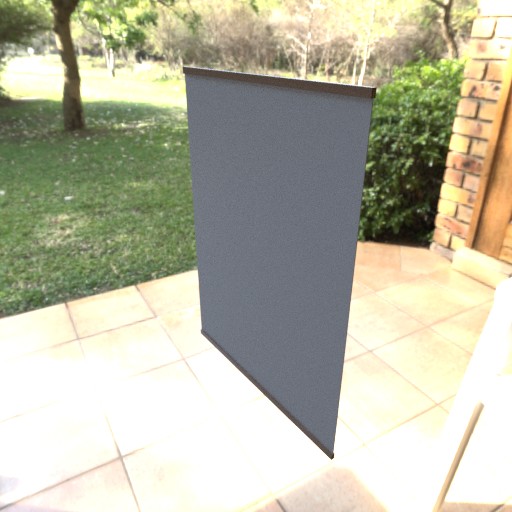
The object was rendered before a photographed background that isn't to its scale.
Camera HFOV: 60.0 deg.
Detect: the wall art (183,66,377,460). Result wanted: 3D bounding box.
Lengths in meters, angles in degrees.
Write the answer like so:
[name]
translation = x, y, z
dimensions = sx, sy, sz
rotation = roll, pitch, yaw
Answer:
[wall art]
translation = 0.000, 0.000, 1.337
dimensions = 0.013, 1.016, 0.758
rotation = -18, 32, -32
